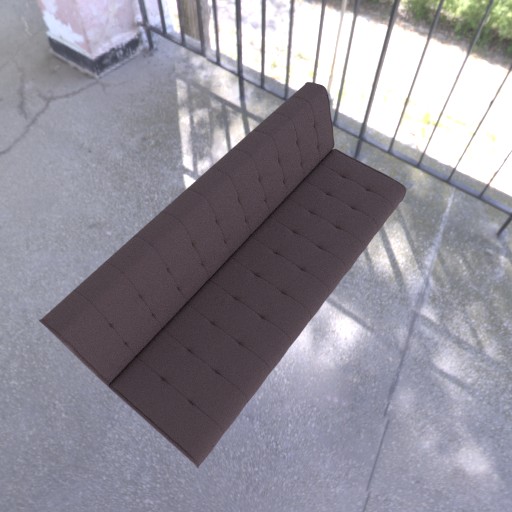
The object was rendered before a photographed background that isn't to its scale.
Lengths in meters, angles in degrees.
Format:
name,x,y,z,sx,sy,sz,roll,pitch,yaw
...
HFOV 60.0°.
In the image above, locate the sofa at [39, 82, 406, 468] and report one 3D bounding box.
name,x,y,z,sx,sy,sz,roll,pitch,yaw
sofa,0.000,0.000,2.102,0.747,0.699,1.703,33,63,19
